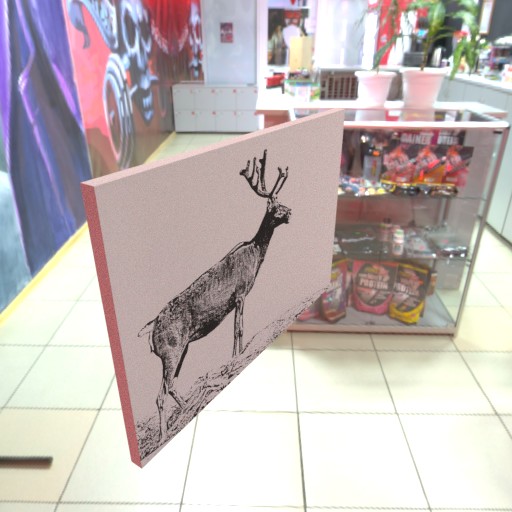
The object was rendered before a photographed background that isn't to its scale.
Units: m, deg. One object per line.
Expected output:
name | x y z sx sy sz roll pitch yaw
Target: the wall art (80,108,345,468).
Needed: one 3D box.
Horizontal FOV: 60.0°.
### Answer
wall art | 0.000 0.000 1.137 0.033 0.617 0.906 17 31 30
